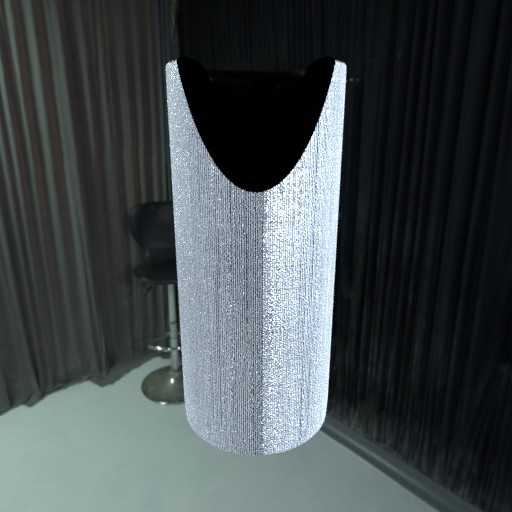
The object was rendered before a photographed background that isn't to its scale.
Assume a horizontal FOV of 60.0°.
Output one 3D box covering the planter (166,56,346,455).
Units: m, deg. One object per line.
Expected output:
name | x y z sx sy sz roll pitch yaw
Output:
planter | 0.000 0.000 0.128 0.045 0.103 0.045 17 24 42
